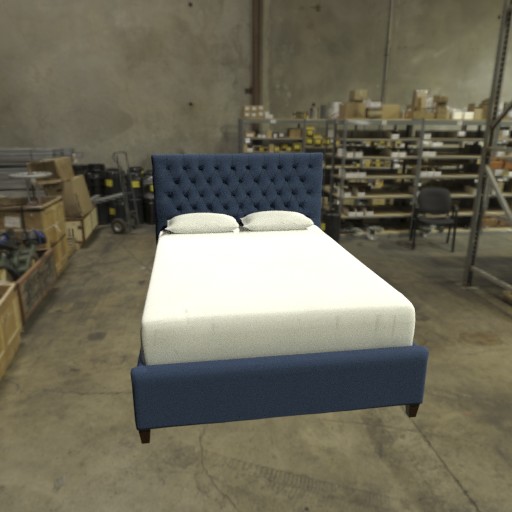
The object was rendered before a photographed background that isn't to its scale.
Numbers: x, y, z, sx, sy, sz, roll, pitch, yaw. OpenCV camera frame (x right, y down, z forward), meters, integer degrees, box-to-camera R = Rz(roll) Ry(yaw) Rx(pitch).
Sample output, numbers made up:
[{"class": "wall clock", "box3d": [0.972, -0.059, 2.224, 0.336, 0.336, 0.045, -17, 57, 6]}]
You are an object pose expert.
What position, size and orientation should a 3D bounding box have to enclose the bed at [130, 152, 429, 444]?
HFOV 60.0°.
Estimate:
[{"class": "bed", "box3d": [0.000, 0.000, 3.482, 1.706, 1.427, 2.387, -2, 17, -8]}]
